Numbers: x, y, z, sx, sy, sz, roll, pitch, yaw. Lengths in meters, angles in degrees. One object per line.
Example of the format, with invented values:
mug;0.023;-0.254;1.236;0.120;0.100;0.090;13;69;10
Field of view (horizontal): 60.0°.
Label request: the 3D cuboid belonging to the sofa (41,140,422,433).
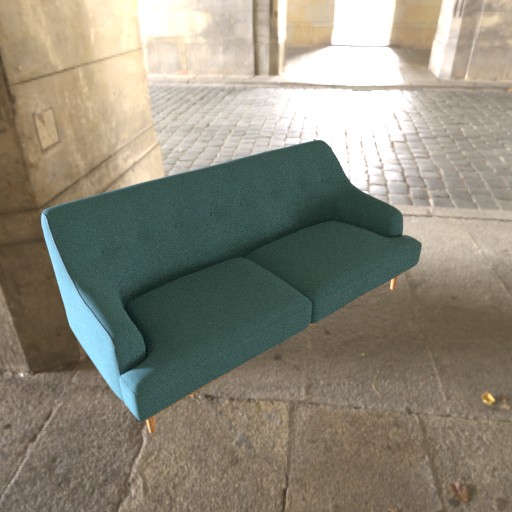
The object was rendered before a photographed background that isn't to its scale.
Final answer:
sofa;0.000;0.000;2.615;2.057;0.871;0.978;-22;37;-33
